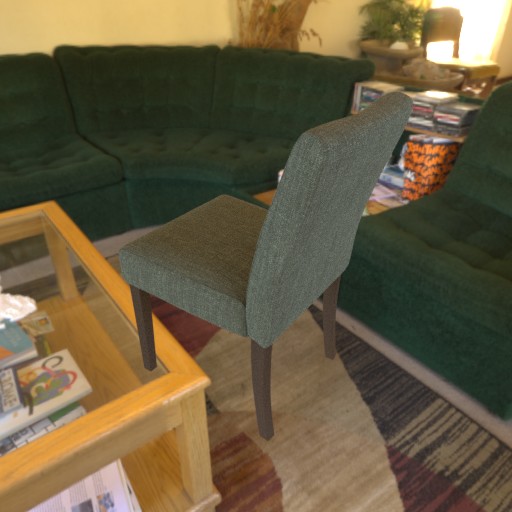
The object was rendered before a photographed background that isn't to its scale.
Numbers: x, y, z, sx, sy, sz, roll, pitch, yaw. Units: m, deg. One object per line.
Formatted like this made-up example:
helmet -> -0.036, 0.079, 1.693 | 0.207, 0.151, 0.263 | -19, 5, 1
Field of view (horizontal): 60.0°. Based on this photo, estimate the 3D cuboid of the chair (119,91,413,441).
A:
chair -> 0.000, 0.000, 1.252 | 0.629, 0.884, 0.487 | 21, 37, 30
